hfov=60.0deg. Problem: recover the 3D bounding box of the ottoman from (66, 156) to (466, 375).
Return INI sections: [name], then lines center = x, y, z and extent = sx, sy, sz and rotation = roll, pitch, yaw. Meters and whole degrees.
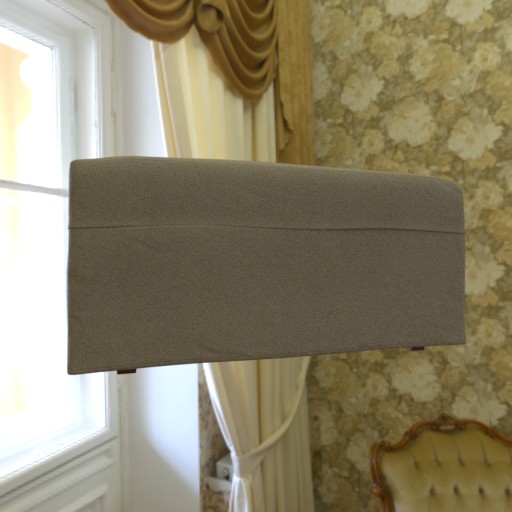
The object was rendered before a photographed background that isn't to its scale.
[ottoman]
center = 0.000, 0.000, 1.156
extent = 0.872, 0.444, 0.590
rotation = 0, 1, -17
